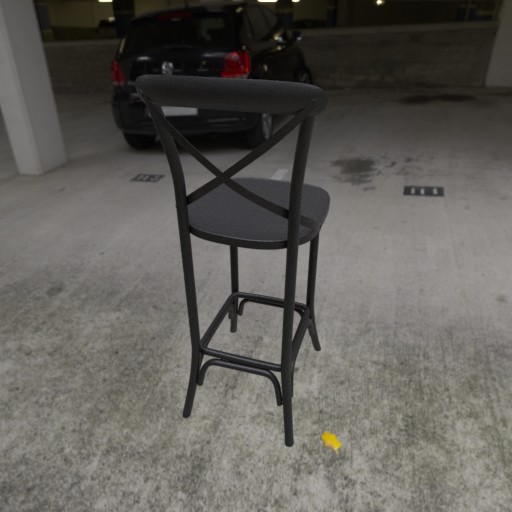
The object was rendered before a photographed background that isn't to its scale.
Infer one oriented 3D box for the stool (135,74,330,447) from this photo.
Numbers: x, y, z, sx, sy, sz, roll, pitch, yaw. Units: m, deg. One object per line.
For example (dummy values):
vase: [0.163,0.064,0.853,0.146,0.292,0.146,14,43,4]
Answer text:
stool: [0.000,0.000,1.439,0.457,1.168,0.584,9,32,15]
